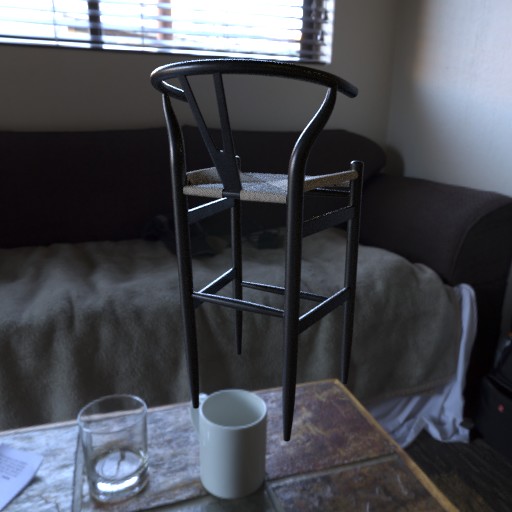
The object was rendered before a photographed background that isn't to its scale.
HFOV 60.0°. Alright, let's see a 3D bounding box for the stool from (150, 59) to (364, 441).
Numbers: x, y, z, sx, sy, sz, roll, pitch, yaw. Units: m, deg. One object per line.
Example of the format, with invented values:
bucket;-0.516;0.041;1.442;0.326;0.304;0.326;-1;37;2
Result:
stool;0.000;0.000;1.394;0.569;1.072;0.579;9;19;27
